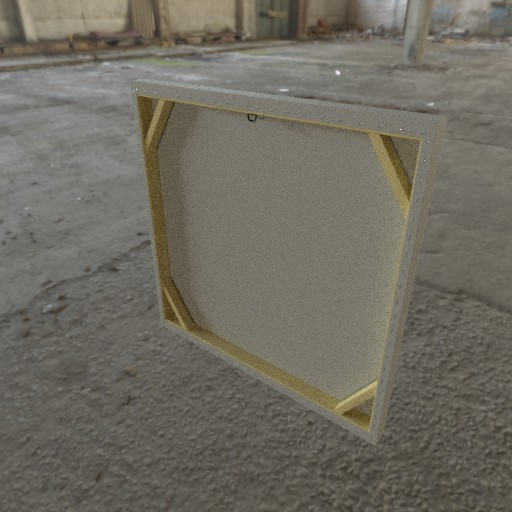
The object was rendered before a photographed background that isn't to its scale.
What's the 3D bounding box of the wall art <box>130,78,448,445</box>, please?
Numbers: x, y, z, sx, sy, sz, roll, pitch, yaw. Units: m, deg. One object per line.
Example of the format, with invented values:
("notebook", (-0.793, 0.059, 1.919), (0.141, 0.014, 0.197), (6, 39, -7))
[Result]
("wall art", (0.000, 0.000, 0.881), (0.610, 0.610, 0.038), (21, 35, 33))
